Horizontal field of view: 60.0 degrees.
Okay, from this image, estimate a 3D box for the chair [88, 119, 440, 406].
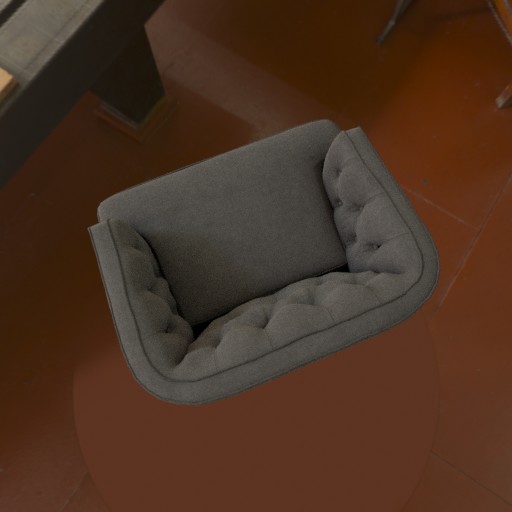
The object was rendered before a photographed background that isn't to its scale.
[{"bbox_3d":[0.000,0.000,1.815,1.104,0.852,0.941,-22,76,-6],"label":"chair"}]
